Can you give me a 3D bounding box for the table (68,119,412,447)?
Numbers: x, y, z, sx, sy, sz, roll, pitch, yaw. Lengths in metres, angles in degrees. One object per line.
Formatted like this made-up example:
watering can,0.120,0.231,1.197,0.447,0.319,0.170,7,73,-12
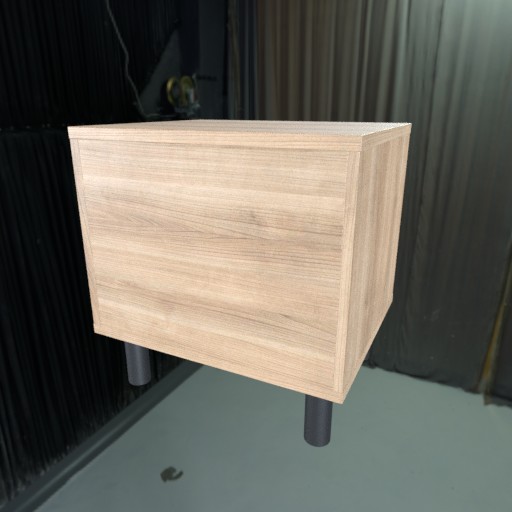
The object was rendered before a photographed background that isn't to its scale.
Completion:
table,0.000,0.000,0.809,0.445,0.460,0.380,9,21,25
